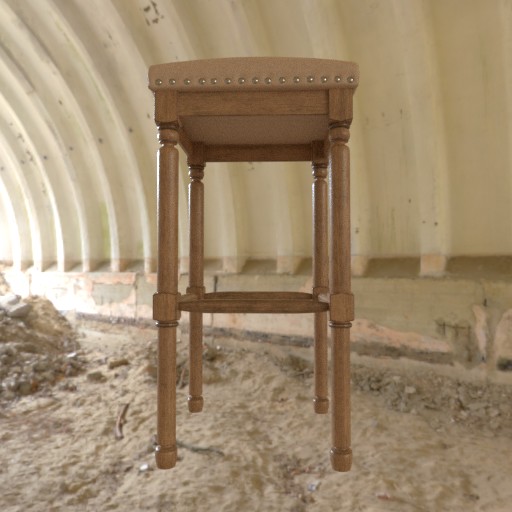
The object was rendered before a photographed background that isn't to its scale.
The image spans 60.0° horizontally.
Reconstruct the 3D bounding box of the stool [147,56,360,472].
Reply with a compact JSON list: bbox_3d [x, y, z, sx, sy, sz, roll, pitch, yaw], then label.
[{"bbox_3d":[0.000,0.000,0.965,0.383,0.768,0.382,0,-2,2],"label":"stool"}]
